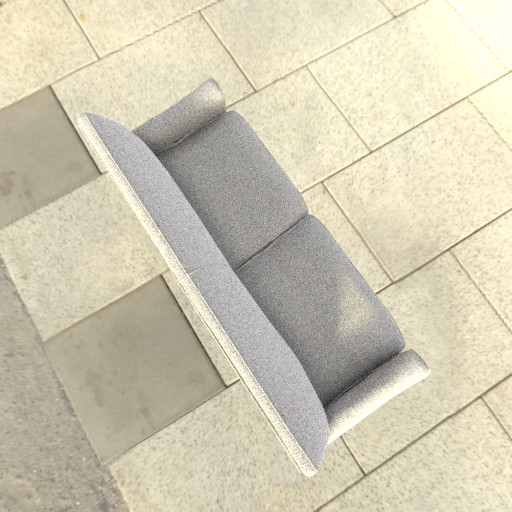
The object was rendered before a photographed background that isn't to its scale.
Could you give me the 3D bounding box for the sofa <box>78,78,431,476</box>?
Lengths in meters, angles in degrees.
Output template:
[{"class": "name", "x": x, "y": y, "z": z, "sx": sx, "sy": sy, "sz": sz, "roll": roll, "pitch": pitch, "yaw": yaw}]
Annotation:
[{"class": "sofa", "x": 0.000, "y": 0.000, "z": 2.495, "sx": 0.854, "sy": 0.942, "sz": 2.026, "roll": -33, "pitch": 78, "yaw": -8}]
